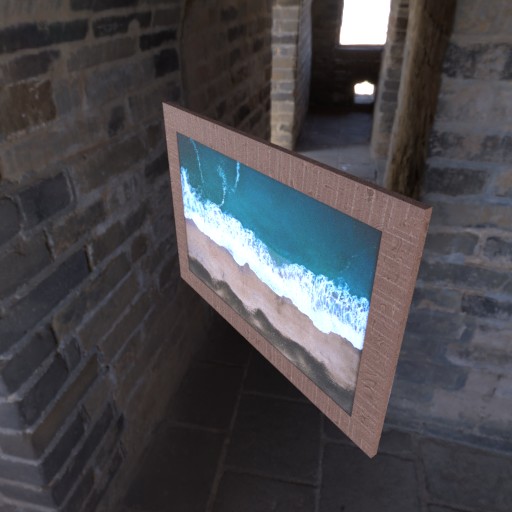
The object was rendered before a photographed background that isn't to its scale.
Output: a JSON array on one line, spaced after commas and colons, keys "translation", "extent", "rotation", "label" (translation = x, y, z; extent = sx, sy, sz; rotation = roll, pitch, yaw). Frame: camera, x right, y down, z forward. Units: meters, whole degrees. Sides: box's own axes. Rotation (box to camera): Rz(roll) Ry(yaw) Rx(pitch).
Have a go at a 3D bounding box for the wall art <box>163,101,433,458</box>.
[{"translation": [0.000, 0.000, 1.172], "extent": [0.019, 0.626, 0.917], "rotation": [-21, 37, -30], "label": "wall art"}]
